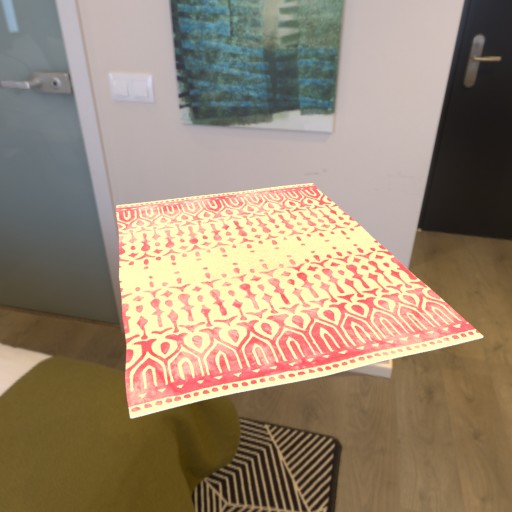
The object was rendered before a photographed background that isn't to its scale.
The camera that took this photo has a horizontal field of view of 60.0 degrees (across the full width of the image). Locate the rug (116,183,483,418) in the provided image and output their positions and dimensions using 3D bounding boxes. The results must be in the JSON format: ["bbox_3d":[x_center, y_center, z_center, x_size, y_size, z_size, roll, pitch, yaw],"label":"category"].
[{"bbox_3d":[0.000,0.000,4.085,2.441,0.016,3.095,-9,32,-14],"label":"rug"}]
